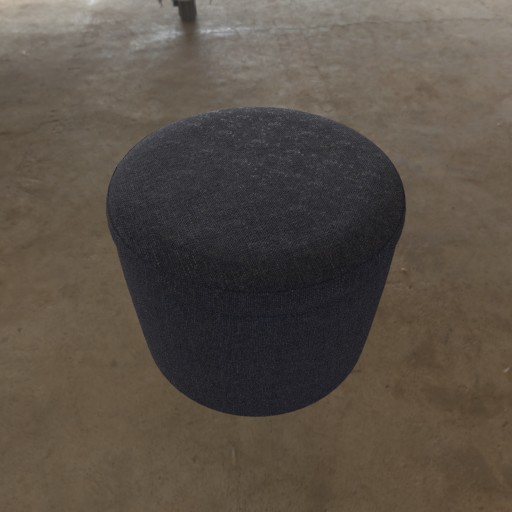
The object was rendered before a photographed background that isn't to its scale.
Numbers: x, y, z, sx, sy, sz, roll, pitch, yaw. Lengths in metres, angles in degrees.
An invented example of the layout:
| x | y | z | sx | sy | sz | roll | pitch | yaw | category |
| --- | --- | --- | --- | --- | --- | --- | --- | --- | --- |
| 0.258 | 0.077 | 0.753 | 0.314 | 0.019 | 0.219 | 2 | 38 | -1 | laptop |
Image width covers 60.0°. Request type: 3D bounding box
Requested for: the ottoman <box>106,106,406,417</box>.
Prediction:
| x | y | z | sx | sy | sz | roll | pitch | yaw | category |
| --- | --- | --- | --- | --- | --- | --- | --- | --- | --- |
| 0.000 | 0.000 | 0.913 | 0.520 | 0.430 | 0.520 | 0 | 47 | 0 | ottoman |
